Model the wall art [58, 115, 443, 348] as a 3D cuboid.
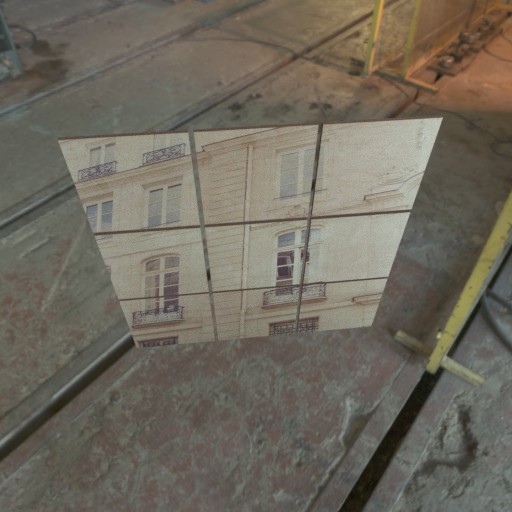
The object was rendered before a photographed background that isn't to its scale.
[{"bbox_3d":[0.000,0.000,1.855,1.221,1.218,0.024,-5,48,-4],"label":"wall art"}]
